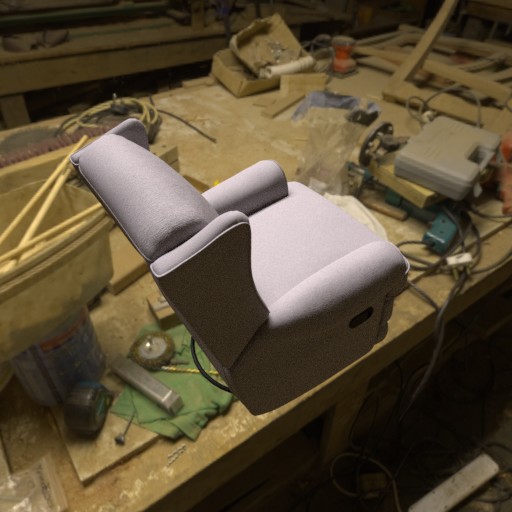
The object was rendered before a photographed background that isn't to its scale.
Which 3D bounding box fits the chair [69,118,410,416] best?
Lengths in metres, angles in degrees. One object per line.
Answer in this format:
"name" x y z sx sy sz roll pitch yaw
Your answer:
"chair" 0.000 0.000 1.657 0.969 1.011 0.847 -24 47 -25
